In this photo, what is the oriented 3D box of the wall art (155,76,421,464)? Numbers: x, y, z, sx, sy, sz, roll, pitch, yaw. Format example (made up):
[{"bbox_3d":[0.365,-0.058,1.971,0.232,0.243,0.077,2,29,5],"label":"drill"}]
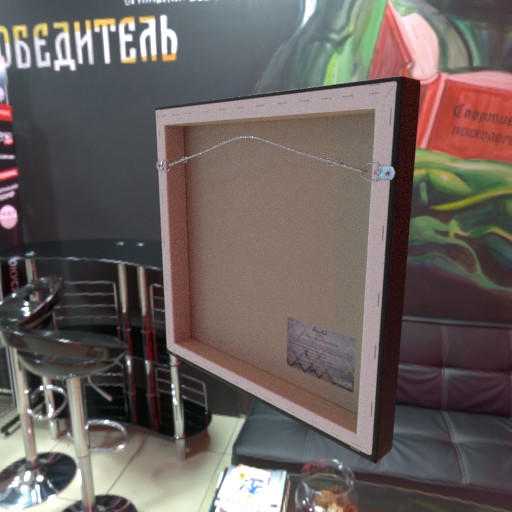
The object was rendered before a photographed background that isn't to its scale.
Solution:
[{"bbox_3d":[0.000,0.000,0.595,0.406,0.407,0.041,13,18,43],"label":"wall art"}]
